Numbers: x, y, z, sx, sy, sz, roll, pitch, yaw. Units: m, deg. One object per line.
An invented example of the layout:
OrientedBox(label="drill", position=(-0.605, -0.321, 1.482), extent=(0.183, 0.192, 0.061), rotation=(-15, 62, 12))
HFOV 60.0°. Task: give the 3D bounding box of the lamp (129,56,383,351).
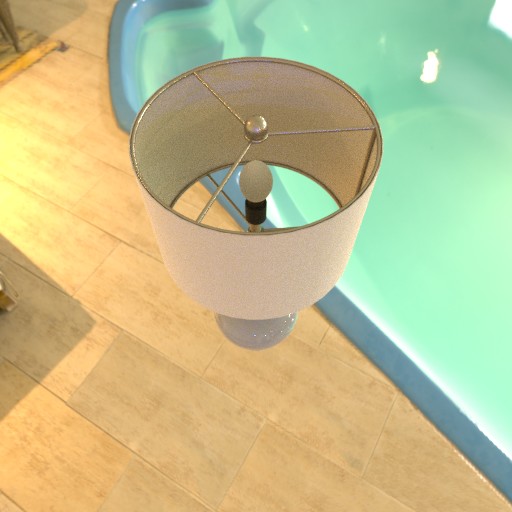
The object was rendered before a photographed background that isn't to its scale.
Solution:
OrientedBox(label="lamp", position=(0.000, 0.000, 0.931), extent=(0.367, 0.730, 0.367), rotation=(32, 63, 19))
